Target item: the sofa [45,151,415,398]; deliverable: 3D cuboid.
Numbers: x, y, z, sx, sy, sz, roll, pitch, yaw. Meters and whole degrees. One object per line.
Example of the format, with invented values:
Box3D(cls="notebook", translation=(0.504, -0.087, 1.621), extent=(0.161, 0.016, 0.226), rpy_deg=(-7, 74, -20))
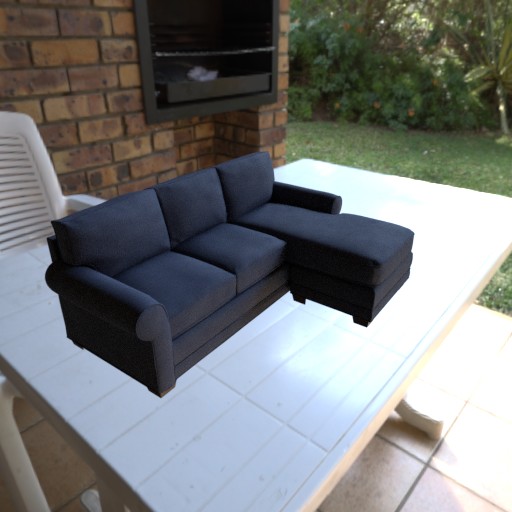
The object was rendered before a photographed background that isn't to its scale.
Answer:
Box3D(cls="sofa", translation=(0.000, 0.000, 3.477), extent=(1.780, 1.063, 2.567), rpy_deg=(18, 32, 32))
